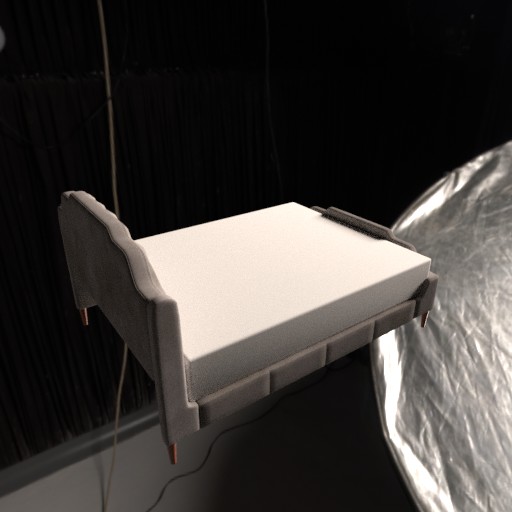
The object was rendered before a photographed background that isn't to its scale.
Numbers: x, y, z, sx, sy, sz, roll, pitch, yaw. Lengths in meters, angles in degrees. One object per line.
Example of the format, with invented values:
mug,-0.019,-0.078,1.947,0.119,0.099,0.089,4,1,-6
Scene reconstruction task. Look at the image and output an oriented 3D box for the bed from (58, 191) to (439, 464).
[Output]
bed,0.000,0.000,3.340,2.340,1.245,1.676,-17,31,-31
